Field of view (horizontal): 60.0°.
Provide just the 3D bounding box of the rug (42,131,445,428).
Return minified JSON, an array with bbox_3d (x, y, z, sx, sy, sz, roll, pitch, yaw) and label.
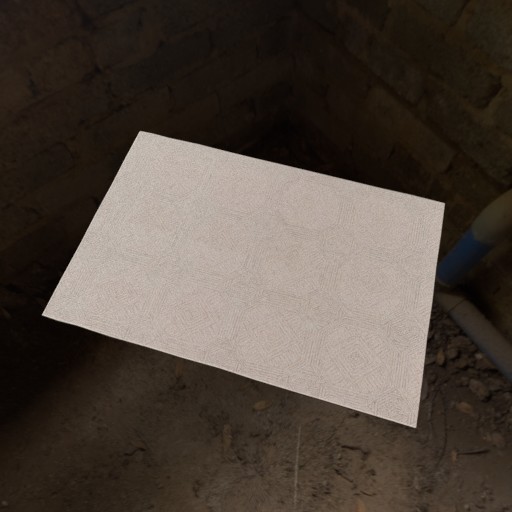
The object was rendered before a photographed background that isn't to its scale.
[{"bbox_3d":[0.000,0.000,2.327,1.839,0.009,1.236,15,65,7],"label":"rug"}]
